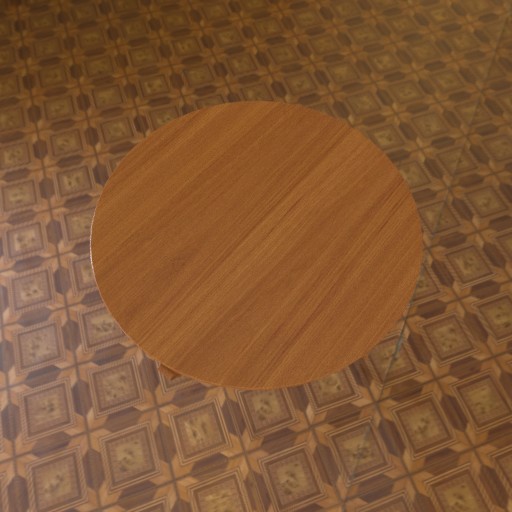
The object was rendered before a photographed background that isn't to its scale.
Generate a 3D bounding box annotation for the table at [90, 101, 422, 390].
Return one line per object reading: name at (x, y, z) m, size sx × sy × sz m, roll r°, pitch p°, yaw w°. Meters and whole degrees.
table at (0.000, 0.000, 1.600) m, size 1.029 × 0.490 × 1.029 m, roll 0°, pitch 63°, yaw 0°
